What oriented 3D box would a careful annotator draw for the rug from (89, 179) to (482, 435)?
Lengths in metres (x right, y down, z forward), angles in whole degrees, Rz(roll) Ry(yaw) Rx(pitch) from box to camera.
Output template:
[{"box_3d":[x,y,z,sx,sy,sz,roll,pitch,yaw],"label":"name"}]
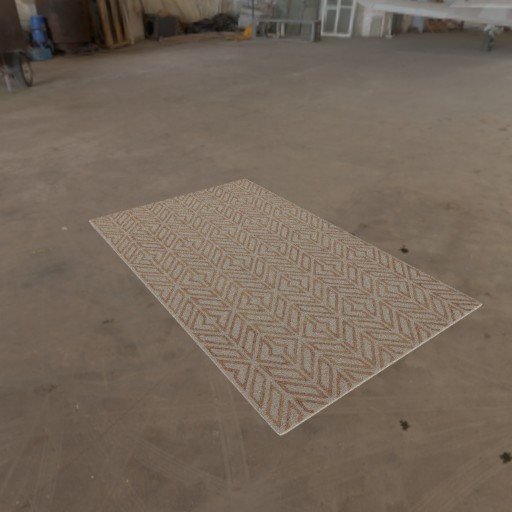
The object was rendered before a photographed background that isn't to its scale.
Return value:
[{"box_3d":[0.000,0.000,3.054,1.523,0.008,2.438,-21,37,-30],"label":"rug"}]
